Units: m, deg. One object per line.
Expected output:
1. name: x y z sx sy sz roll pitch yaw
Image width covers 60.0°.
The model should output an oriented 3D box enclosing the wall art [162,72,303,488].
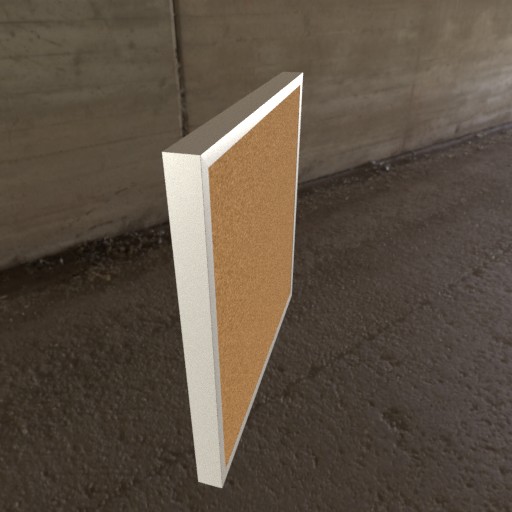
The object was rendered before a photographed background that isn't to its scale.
1. wall art: 0.000 0.000 0.742 0.038 0.505 0.506 8 32 13
